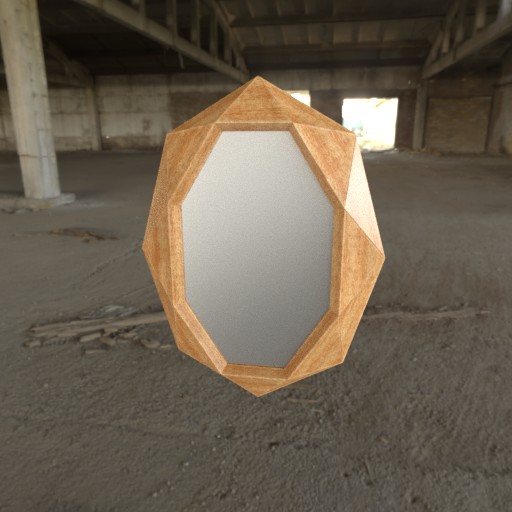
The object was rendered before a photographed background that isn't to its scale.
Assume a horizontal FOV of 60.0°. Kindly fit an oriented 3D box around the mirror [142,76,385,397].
[{"bbox_3d":[0.000,0.000,1.014,0.577,0.774,0.070,3,16,9],"label":"mirror"}]
